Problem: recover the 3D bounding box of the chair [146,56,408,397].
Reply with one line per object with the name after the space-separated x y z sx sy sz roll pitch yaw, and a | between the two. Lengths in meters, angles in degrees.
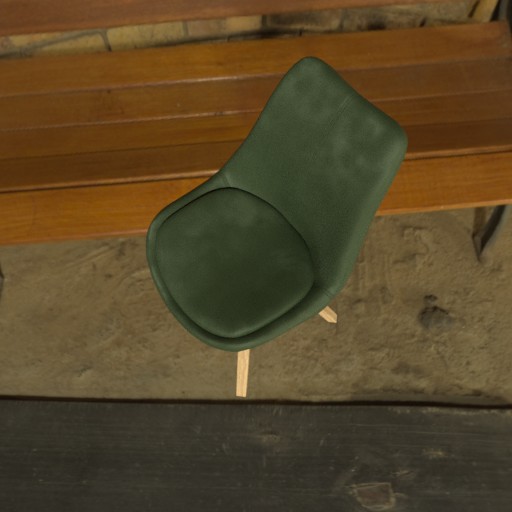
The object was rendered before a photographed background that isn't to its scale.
0.000 0.000 1.211 0.547 0.865 0.483 -34 68 -16 | chair
